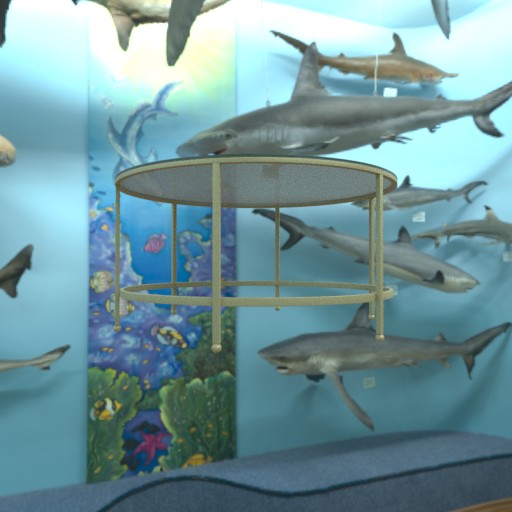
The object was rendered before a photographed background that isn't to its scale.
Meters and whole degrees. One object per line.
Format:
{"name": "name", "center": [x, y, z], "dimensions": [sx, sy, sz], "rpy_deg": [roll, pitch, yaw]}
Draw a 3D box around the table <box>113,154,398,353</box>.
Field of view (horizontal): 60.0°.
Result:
{"name": "table", "center": [0.000, 0.000, 1.494], "dimensions": [0.914, 0.470, 0.914], "rpy_deg": [0, -1, 0]}
